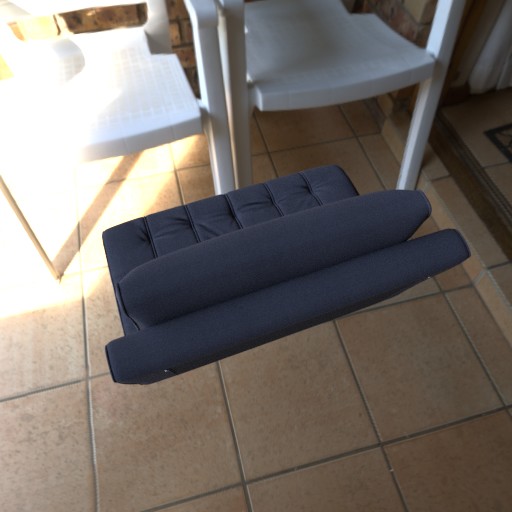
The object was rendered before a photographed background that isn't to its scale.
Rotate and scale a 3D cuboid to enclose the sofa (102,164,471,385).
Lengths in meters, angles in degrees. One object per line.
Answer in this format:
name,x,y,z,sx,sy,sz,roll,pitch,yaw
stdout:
sofa,0.000,0.000,1.864,1.220,0.910,0.910,-18,59,-11
